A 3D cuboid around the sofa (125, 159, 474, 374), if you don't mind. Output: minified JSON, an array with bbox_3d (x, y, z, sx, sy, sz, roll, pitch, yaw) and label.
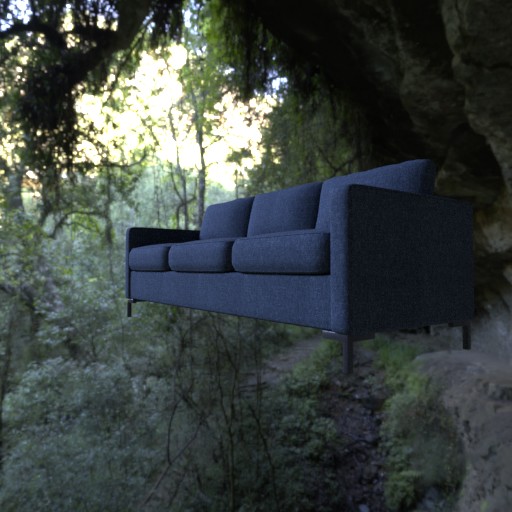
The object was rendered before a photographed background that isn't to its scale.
[{"bbox_3d":[0.000,0.000,2.654,0.859,0.874,2.218,1,-2,-36],"label":"sofa"}]
